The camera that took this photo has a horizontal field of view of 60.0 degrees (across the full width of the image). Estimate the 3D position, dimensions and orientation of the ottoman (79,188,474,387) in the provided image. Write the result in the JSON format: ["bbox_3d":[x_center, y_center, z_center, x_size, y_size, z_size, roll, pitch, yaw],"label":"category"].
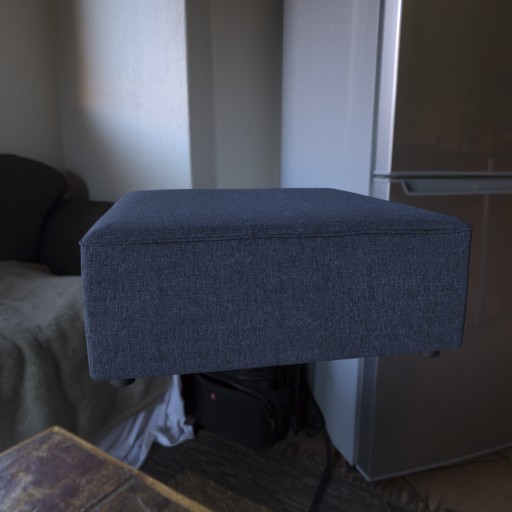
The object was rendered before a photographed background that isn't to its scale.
[{"bbox_3d":[0.000,0.000,1.587,1.017,0.423,1.023,-2,14,-10],"label":"ottoman"}]
